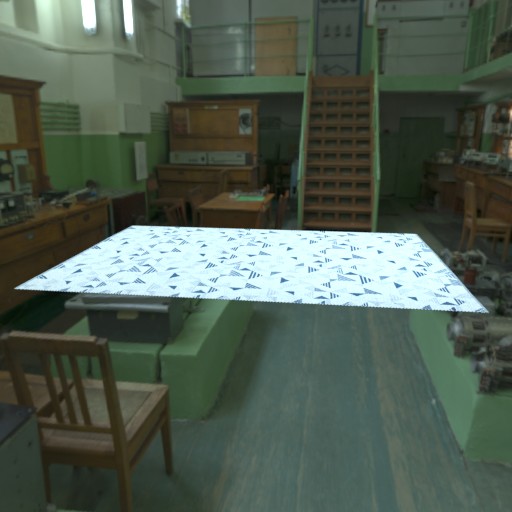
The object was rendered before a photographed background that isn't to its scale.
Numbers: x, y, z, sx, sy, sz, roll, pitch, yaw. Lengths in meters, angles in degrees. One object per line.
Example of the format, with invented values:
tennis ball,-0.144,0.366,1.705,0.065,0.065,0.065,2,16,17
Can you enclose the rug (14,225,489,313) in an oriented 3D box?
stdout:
rug,0.000,0.000,2.258,1.835,0.003,1.206,2,16,7
